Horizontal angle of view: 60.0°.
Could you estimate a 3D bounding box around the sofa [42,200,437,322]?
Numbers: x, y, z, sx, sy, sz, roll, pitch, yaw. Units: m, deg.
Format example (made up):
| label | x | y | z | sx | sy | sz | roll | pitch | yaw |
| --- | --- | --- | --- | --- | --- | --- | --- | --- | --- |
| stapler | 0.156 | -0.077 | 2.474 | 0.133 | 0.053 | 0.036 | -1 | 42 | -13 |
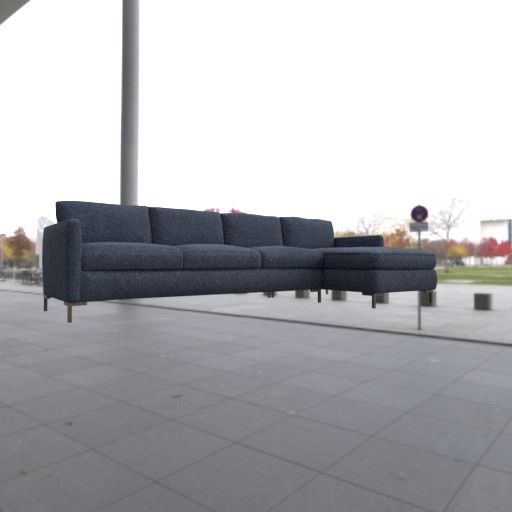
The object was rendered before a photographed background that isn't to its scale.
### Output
| label | x | y | z | sx | sy | sz | roll | pitch | yaw |
| --- | --- | --- | --- | --- | --- | --- | --- | --- | --- |
| sofa | 0.000 | 0.000 | 3.525 | 2.932 | 0.810 | 1.350 | 0 | -1 | -35 |
